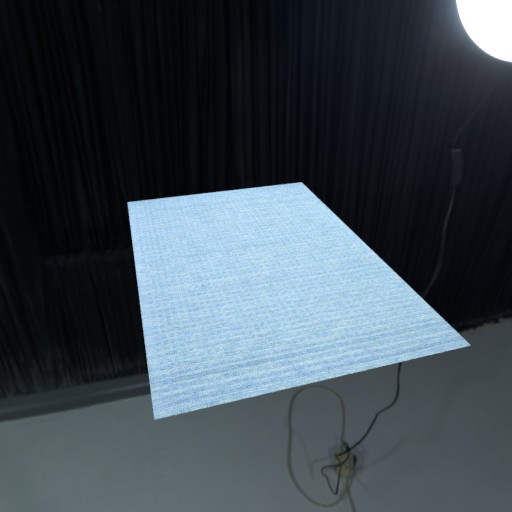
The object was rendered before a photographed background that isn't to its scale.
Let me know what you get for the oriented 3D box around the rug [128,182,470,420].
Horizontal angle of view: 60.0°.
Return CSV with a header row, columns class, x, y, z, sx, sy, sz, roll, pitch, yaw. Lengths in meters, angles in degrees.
class,x,y,z,sx,sy,sz,roll,pitch,yaw
rug,0.000,0.000,3.765,1.982,0.006,2.895,-9,32,-14
